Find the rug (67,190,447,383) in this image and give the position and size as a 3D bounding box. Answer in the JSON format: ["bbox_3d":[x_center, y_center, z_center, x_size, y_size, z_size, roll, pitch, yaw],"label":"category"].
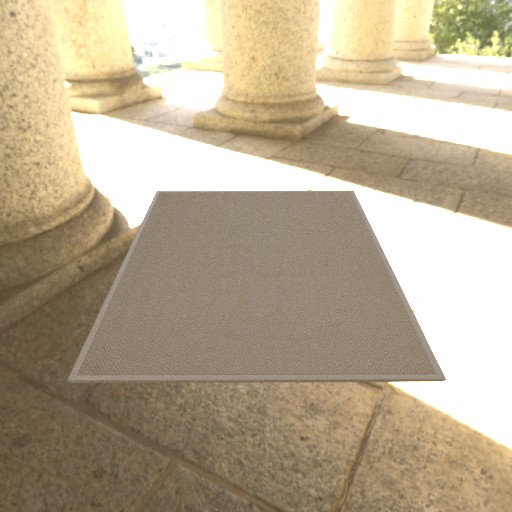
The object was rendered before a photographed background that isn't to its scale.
[{"bbox_3d":[0.000,0.000,4.093,2.407,0.020,3.051,0,31,0],"label":"rug"}]
